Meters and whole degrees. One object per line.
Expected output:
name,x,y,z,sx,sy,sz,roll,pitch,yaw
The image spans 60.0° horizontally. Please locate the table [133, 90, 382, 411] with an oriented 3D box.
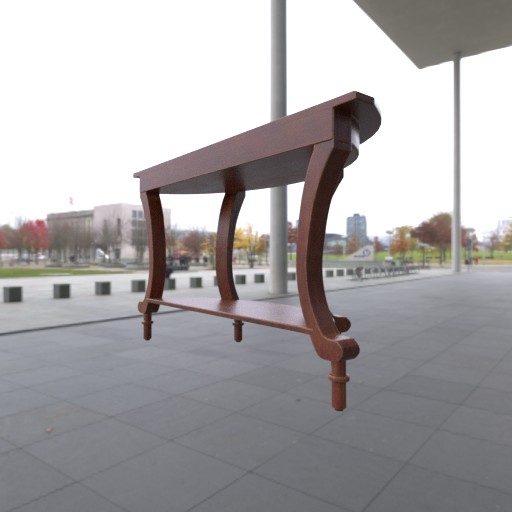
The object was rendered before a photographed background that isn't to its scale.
table,0.000,0.000,1.524,0.394,0.699,1.198,0,0,-38
